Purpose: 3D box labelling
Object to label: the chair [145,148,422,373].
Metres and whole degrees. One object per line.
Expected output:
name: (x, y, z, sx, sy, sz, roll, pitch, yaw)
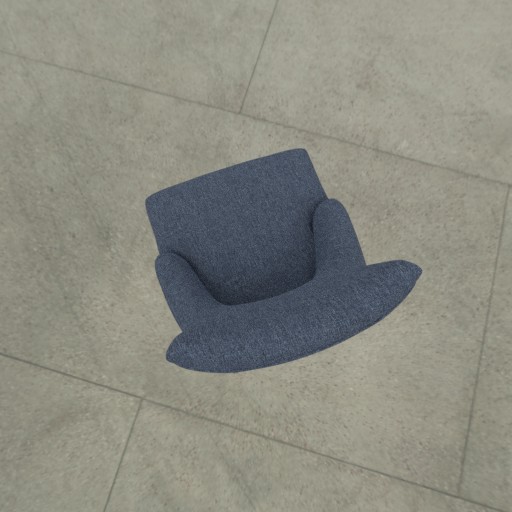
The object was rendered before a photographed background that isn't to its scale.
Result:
chair: (0.000, 0.000, 1.310, 0.566, 0.909, 0.629, -18, 77, -5)
